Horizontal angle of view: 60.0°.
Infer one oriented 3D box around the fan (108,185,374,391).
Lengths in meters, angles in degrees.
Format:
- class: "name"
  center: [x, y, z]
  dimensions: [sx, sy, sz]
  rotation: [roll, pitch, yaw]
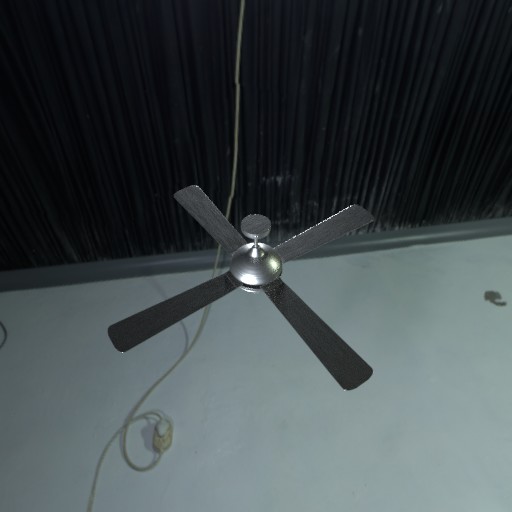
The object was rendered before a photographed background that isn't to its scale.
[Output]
- class: "fan"
  center: [0.000, 0.000, 1.959]
  dimensions: [1.321, 0.381, 1.321]
  rotation: [-10, 48, -9]
